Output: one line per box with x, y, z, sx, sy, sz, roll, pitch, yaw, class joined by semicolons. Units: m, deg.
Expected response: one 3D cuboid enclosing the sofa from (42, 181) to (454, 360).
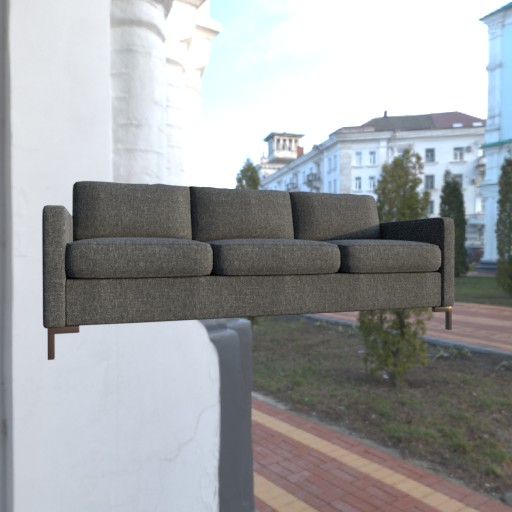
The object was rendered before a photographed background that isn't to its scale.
0.000;0.000;2.631;2.218;0.874;0.859;0;1;-20;sofa
